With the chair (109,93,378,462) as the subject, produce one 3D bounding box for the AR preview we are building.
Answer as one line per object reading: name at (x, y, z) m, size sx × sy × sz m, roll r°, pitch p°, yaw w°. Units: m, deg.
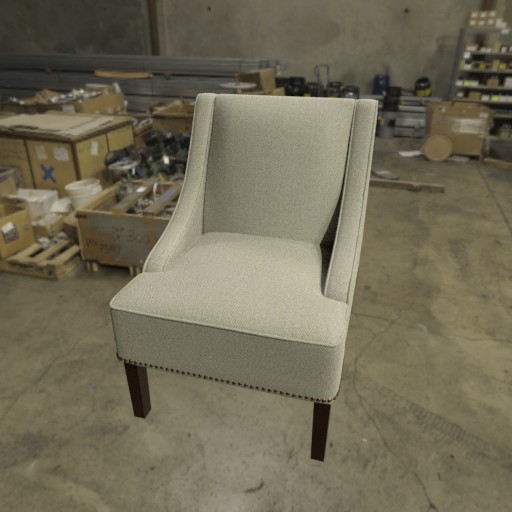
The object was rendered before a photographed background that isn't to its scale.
chair at (0.000, 0.000, 1.392) m, size 0.628 × 0.872 × 0.748 m, roll 7°, pitch 28°, yaw 14°
